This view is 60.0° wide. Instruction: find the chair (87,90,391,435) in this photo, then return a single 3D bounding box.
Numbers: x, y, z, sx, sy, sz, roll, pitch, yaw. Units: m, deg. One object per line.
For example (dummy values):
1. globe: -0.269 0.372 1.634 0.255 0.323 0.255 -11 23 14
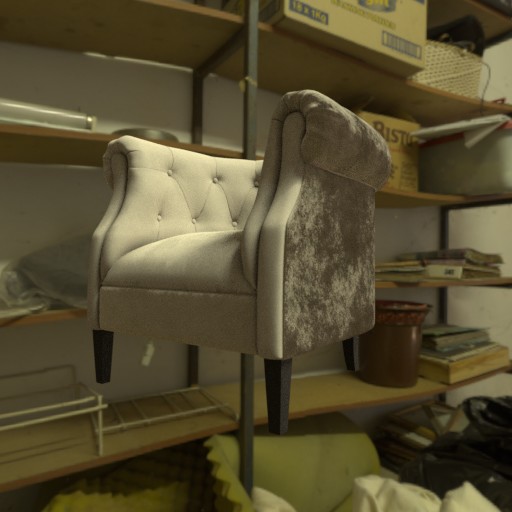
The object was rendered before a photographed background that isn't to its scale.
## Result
1. chair: 0.000 0.000 1.542 0.904 0.826 0.851 0 0 37
